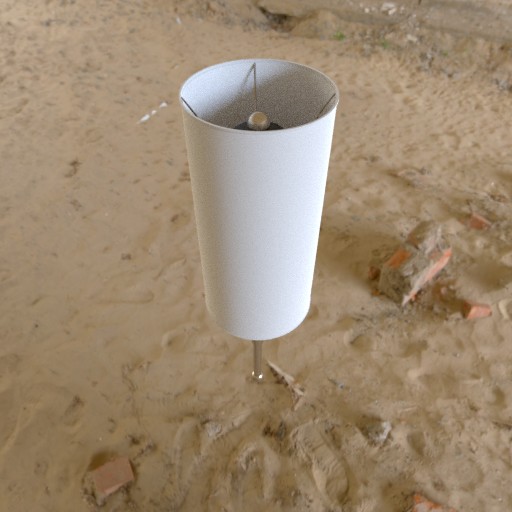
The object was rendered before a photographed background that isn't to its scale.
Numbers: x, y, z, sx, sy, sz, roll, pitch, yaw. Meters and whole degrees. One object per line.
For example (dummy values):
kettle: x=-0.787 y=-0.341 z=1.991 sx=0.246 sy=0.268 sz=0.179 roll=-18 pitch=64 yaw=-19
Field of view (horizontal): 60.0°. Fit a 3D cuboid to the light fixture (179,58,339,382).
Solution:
light fixture: x=0.000 y=0.000 z=0.549 sx=0.128 sy=0.462 sz=0.208 roll=-2 pitch=46 yaw=-2
